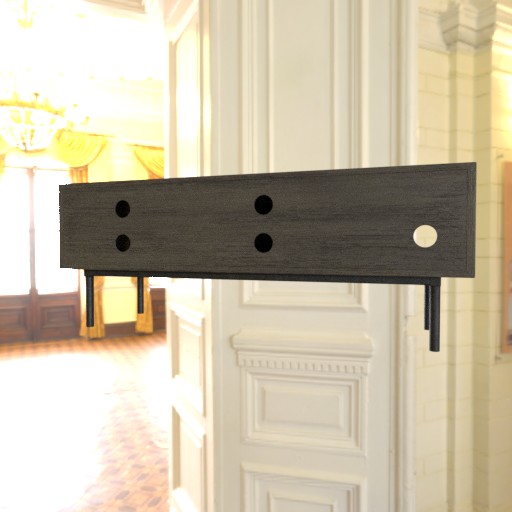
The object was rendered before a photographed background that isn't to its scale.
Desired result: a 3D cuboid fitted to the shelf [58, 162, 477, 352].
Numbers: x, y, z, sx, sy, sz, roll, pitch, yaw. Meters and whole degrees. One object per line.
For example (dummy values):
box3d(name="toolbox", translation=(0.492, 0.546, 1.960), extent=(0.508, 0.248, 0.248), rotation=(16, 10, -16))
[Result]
box3d(name="shelf", translation=(0.000, 0.000, 1.513), extent=(1.300, 0.495, 0.400), rotation=(1, 2, 18))
